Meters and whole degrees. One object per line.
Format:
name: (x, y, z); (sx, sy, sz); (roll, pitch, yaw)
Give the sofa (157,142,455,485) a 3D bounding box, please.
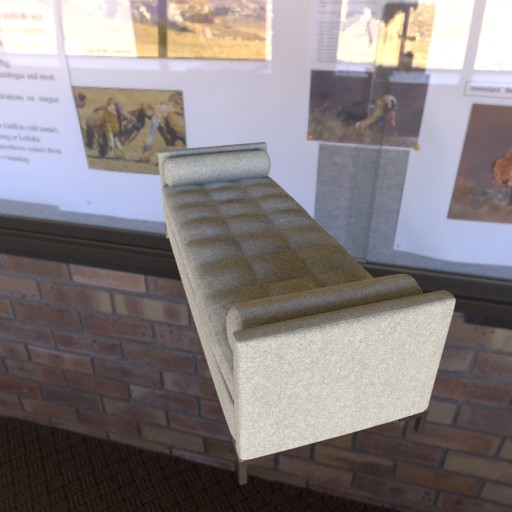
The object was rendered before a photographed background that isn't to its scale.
sofa: (0.000, 0.000, 2.405); (0.797, 0.657, 2.102); (-9, 31, -15)
